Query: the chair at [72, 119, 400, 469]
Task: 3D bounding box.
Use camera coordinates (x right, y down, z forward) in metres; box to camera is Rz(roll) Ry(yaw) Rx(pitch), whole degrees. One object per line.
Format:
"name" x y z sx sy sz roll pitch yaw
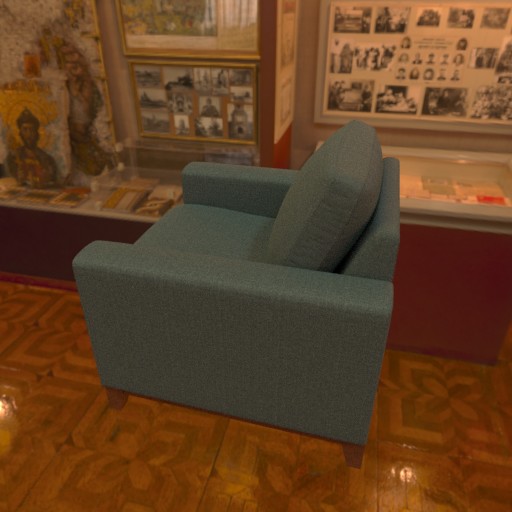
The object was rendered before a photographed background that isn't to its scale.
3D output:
"chair" 0.000 0.000 1.819 1.038 1.010 1.024 8 32 13
